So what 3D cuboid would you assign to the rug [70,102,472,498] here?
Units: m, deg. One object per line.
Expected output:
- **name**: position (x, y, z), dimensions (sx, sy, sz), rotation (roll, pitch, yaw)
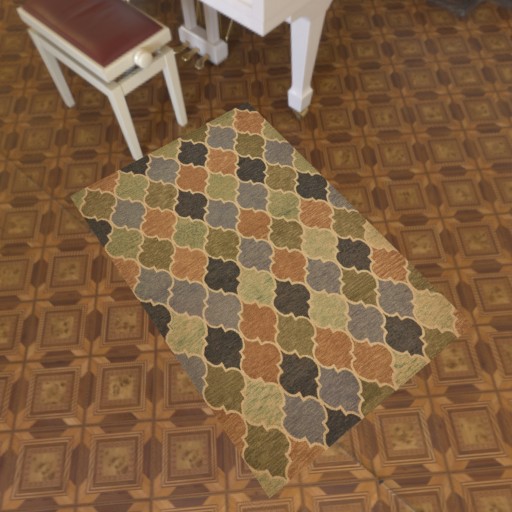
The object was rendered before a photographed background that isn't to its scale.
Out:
- **rug**: position (0.000, 0.000, 2.859), dimensions (1.521, 0.006, 2.284), rotation (-33, 67, -16)
